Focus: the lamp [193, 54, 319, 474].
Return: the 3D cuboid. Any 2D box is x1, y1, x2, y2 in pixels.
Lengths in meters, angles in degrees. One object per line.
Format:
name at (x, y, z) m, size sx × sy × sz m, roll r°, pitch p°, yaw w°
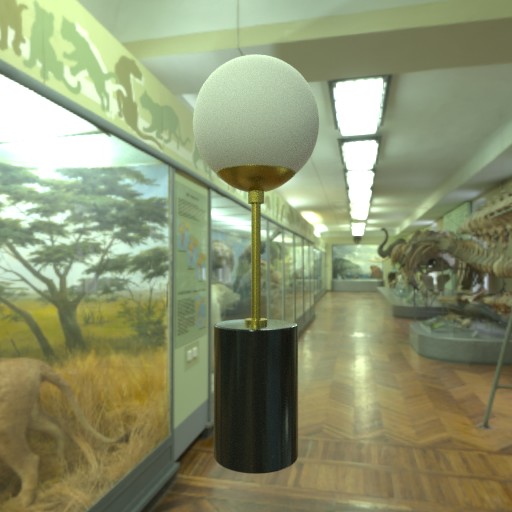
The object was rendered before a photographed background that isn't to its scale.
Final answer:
lamp at (0.000, 0.000, 0.541) m, size 0.153 × 0.480 × 0.153 m, roll 0°, pitch -1°, yaw 0°
